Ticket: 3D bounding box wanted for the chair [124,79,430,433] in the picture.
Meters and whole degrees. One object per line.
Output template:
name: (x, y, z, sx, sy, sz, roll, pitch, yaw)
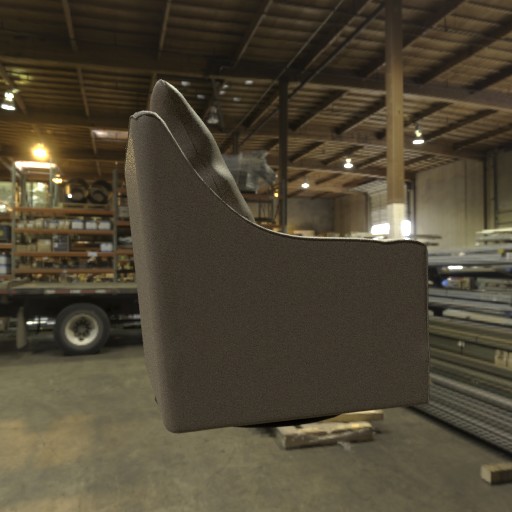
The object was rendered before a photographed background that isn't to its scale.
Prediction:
chair: (0.000, 0.000, 1.555, 0.876, 0.942, 0.760, 0, -1, -18)
